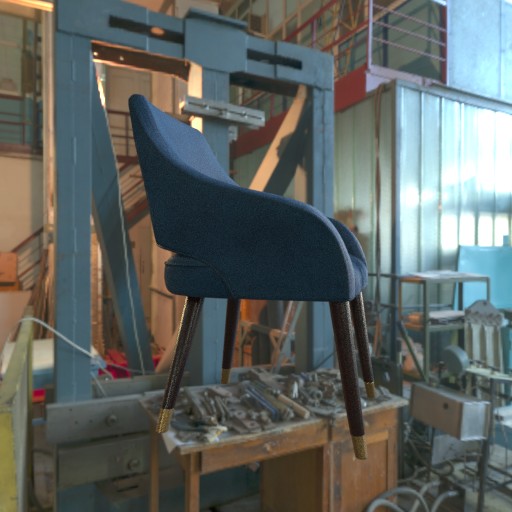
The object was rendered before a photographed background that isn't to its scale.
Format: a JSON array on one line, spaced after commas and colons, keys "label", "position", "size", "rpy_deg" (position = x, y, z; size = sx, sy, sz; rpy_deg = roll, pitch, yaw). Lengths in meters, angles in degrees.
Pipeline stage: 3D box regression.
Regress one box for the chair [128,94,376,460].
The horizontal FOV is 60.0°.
[{"label": "chair", "position": [0.000, 0.000, 1.556], "size": [0.794, 1.081, 0.683], "rpy_deg": [0, 0, 17]}]
